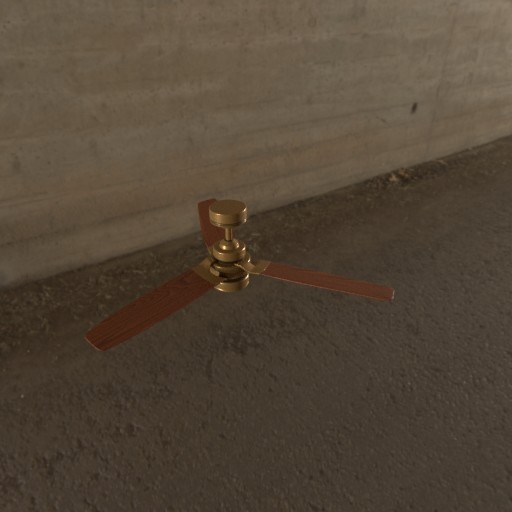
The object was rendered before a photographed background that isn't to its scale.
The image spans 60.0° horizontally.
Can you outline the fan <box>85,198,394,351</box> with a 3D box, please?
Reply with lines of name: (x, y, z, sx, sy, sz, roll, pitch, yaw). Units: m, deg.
fan: (0.000, 0.000, 2.078, 1.271, 0.425, 1.416, 11, 32, 18)
